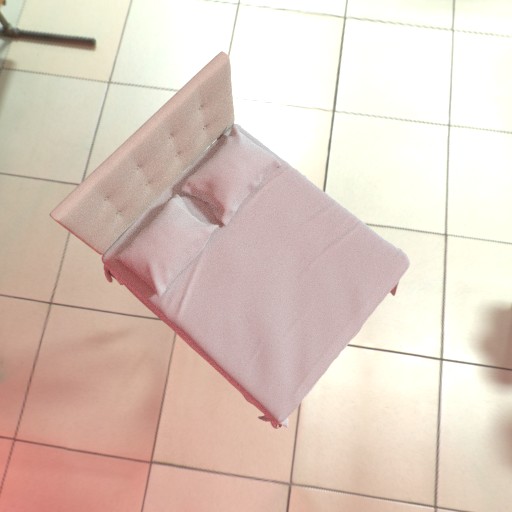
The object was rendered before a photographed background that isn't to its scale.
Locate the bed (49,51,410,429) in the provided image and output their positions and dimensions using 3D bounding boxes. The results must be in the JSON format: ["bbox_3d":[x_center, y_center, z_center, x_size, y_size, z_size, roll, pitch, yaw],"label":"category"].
[{"bbox_3d":[0.000,0.000,3.514,2.222,1.577,1.936,40,79,10],"label":"bed"}]
